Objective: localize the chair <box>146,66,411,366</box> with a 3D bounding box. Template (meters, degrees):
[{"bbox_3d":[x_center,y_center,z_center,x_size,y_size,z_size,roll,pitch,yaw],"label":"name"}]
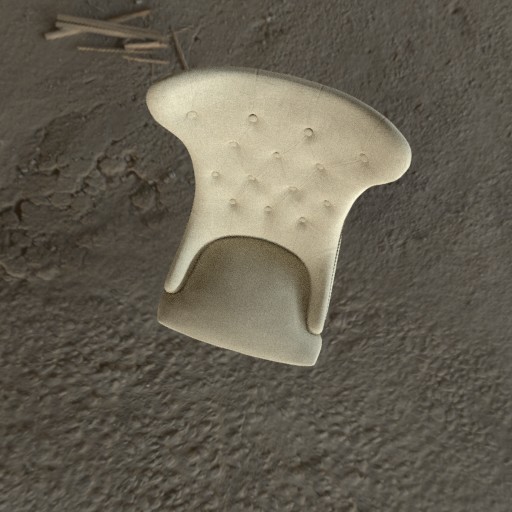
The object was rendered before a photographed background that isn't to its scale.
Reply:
[{"bbox_3d":[0.000,0.000,1.387,0.584,1.065,0.590,15,76,4],"label":"chair"}]
